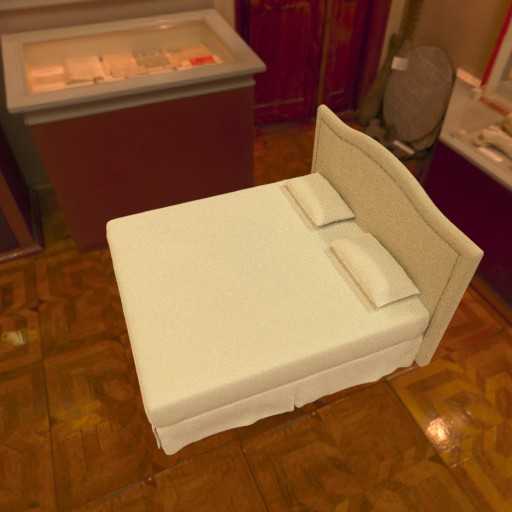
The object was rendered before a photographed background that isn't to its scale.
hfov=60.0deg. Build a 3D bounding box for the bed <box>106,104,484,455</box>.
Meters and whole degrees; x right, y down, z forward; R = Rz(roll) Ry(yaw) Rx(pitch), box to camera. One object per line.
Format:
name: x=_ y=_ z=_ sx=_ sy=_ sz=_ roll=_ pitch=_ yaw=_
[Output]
bed: x=0.000 y=0.000 z=3.506 sx=2.182 sy=1.421 sz=2.083 roll=-15 pitch=46 yaw=-15
